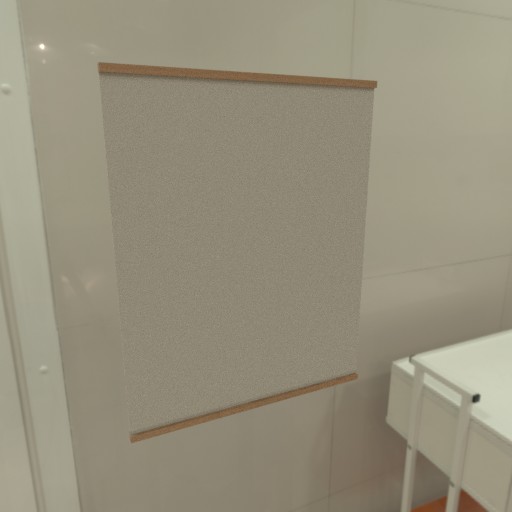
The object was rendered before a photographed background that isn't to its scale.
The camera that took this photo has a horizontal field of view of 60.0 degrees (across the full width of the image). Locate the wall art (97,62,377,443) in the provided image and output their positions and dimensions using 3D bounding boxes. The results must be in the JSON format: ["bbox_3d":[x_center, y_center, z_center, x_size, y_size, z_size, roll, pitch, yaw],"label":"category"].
[{"bbox_3d":[0.000,0.000,0.662,0.405,0.508,0.012,-7,17,-25],"label":"wall art"}]
